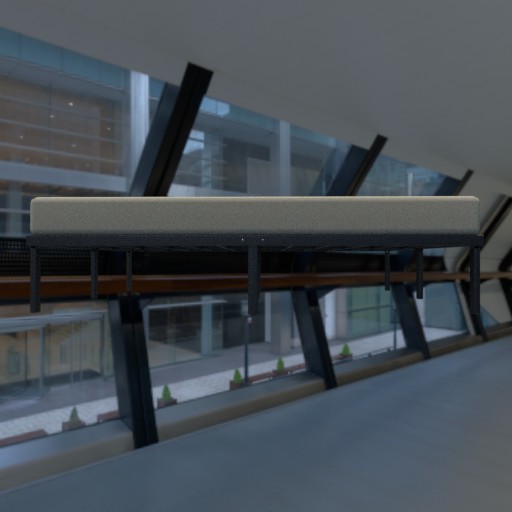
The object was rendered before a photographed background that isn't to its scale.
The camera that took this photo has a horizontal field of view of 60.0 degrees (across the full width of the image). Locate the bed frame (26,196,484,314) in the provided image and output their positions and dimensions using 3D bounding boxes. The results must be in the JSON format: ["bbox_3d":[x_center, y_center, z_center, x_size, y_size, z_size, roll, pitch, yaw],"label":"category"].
[{"bbox_3d":[0.000,0.000,3.527,2.635,0.680,1.990,0,0,1],"label":"bed frame"}]
